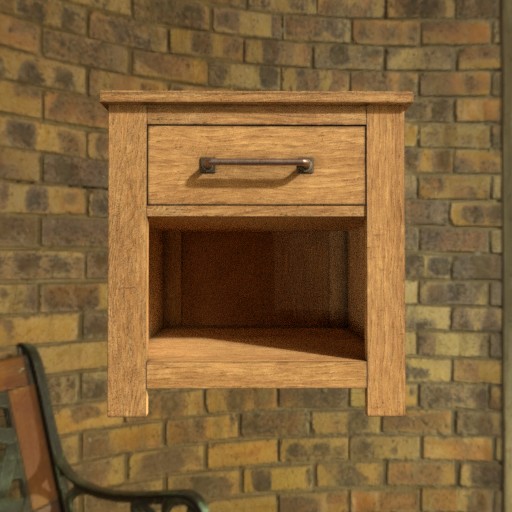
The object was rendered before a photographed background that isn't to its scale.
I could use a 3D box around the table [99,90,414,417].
[{"bbox_3d":[0.000,0.000,1.066,0.601,0.625,0.494,0,-1,0],"label":"table"}]
